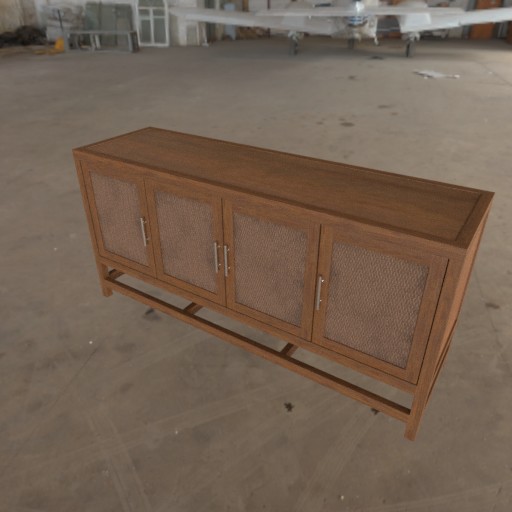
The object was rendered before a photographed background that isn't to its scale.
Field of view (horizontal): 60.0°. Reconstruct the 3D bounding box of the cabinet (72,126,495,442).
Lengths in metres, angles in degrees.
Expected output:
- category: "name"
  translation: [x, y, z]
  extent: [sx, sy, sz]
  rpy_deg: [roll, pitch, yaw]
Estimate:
- category: "cabinet"
  translation: [0.000, 0.000, 2.010]
  extent: [1.708, 0.820, 0.522]
  rpy_deg: [18, 35, 28]
